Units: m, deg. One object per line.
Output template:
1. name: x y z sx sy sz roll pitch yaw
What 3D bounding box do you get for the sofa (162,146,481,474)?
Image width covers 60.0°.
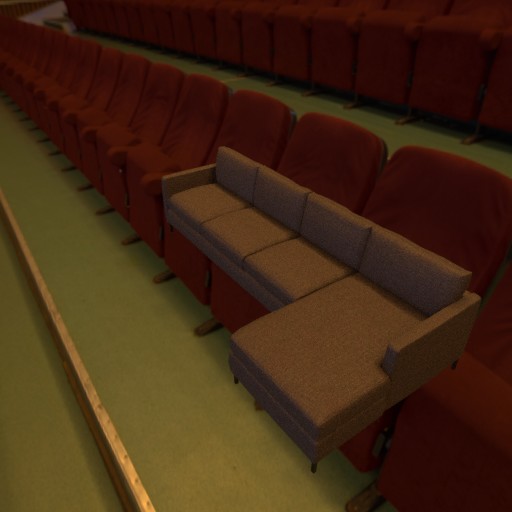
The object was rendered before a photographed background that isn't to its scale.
1. sofa: 0.000 0.000 3.785 1.483 0.892 3.221 -21 38 -29
